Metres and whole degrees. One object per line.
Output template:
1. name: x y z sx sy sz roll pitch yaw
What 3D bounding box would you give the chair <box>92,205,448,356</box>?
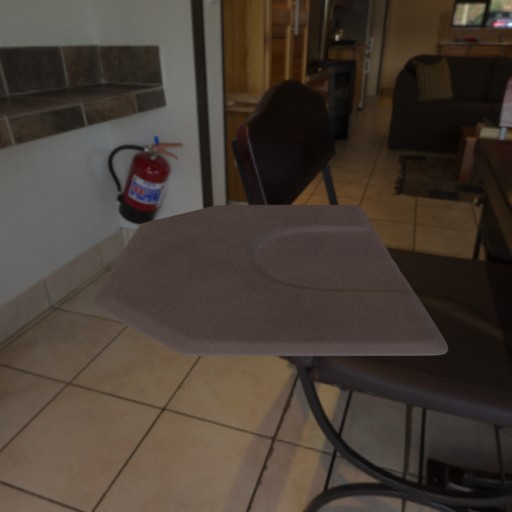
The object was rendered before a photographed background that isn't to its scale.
1. chair: 0.000 0.000 1.976 1.219 0.024 1.372 0 26 0
